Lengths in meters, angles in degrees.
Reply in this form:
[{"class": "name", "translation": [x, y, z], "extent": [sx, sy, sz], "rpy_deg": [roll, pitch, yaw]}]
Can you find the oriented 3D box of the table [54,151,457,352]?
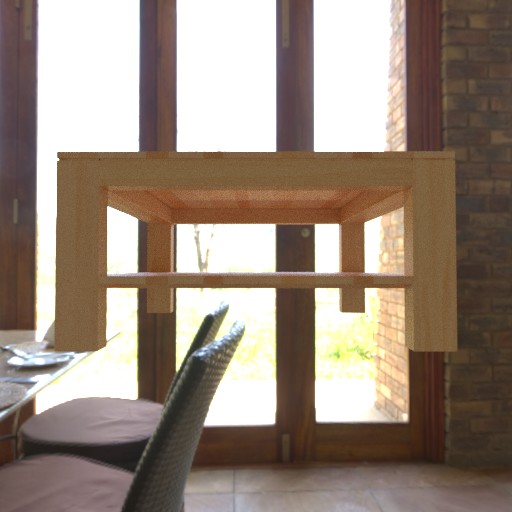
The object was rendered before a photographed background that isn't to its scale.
[{"class": "table", "translation": [0.000, 0.000, 1.445], "extent": [0.900, 0.450, 0.900], "rpy_deg": [0, -1, 0]}]
